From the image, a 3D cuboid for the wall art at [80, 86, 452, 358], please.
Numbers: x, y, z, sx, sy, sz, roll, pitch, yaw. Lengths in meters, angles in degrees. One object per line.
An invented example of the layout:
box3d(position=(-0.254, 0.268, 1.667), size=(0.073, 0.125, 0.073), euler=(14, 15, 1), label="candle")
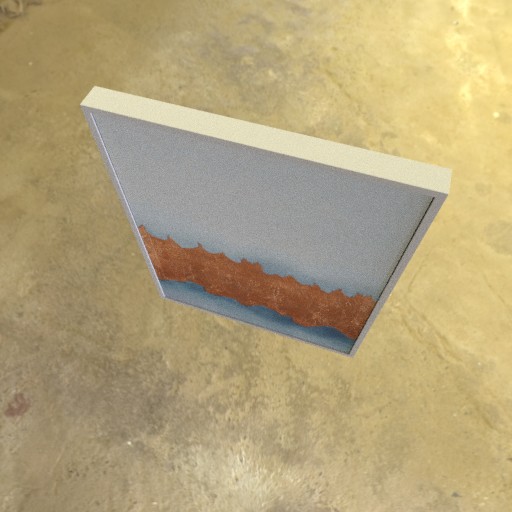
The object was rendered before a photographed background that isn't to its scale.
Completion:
box3d(position=(0.000, 0.000, 0.762), size=(0.451, 0.553, 0.039), euler=(16, 60, 9), label="wall art")
